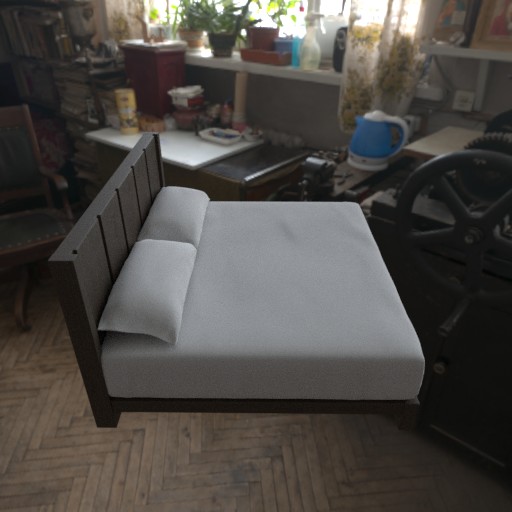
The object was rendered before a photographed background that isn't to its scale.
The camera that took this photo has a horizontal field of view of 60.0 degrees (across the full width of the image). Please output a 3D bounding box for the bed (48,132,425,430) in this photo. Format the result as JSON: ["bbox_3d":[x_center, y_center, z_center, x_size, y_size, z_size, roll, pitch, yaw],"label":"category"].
[{"bbox_3d":[0.000,0.000,3.391,2.012,1.270,2.134,0,32,1],"label":"bed"}]
